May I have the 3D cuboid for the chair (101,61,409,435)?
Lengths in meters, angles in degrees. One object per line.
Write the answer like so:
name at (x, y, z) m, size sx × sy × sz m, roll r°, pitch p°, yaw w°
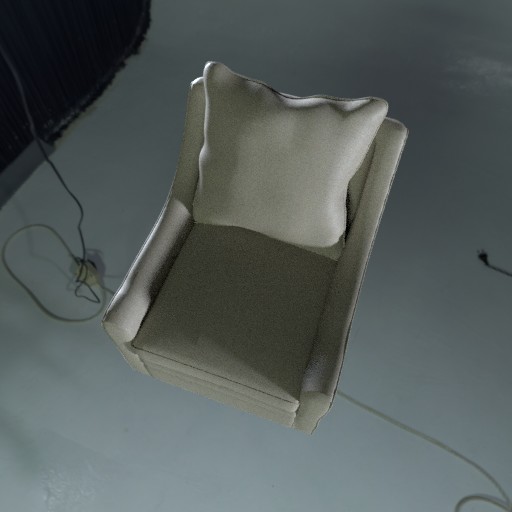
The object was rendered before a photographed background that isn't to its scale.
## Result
chair at (0.000, 0.000, 1.568) m, size 0.760 × 0.942 × 0.876 m, roll 17°, pitch 60°, yaw 10°
